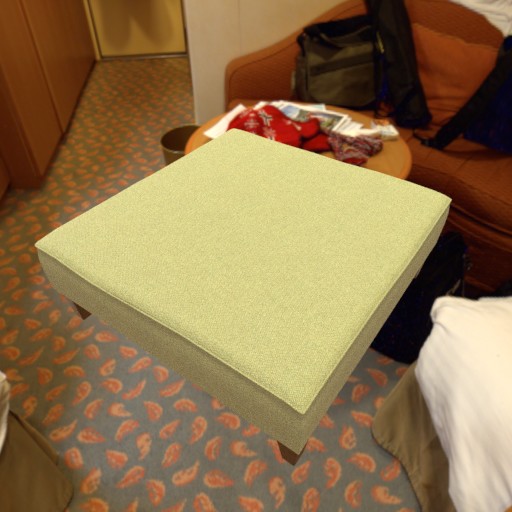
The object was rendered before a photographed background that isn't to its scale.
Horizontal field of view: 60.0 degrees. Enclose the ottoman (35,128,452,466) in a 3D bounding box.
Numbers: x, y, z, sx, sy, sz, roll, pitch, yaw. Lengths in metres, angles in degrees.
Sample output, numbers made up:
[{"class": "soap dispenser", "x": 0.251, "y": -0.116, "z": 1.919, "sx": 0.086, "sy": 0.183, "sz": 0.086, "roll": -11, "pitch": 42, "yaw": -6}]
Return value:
[{"class": "ottoman", "x": 0.000, "y": 0.000, "z": 1.538, "sx": 0.968, "sy": 0.379, "sz": 1.004, "roll": 25, "pitch": 47, "yaw": 26}]
